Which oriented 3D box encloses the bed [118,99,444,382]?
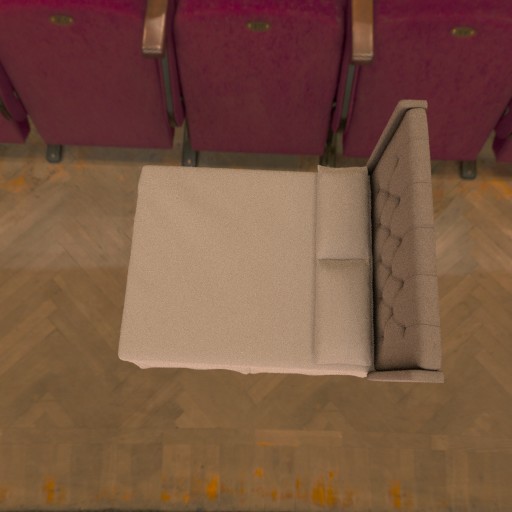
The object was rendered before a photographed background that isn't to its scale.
[{"bbox_3d":[0.000,0.000,3.333,2.066,1.665,1.719,3,75,1],"label":"bed"}]
